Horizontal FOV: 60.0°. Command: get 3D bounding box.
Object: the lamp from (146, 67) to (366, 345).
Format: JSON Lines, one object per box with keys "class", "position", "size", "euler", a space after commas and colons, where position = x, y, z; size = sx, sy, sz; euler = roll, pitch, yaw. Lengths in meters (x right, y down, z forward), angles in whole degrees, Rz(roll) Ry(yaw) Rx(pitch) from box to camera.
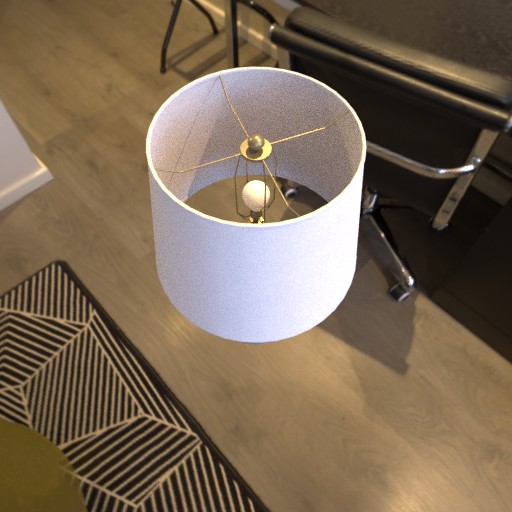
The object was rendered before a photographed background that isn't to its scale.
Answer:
{"class": "lamp", "position": [0.000, 0.000, 0.551], "size": [0.239, 0.399, 0.239], "euler": [0, 59, 0]}
